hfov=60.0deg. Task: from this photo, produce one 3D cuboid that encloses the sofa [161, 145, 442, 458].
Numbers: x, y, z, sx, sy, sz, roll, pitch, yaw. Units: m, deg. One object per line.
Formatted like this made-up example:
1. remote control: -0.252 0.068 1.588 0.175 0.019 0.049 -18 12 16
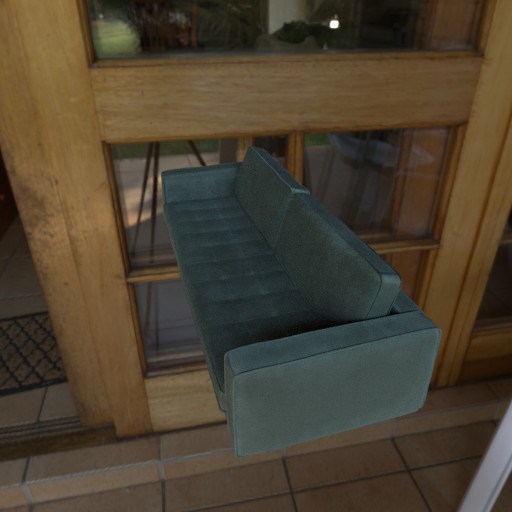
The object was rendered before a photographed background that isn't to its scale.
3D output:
1. sofa: 0.000 0.000 2.610 0.886 0.781 2.214 -9 31 -15
